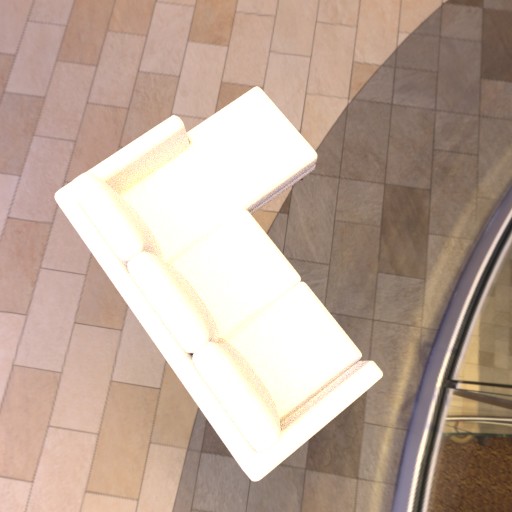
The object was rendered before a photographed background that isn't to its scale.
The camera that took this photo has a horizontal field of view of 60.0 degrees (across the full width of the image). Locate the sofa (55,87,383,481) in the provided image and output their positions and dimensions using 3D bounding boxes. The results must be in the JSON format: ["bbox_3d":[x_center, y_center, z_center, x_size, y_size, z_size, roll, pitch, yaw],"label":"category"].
[{"bbox_3d":[0.000,0.000,2.823,1.580,0.899,2.029,-36,79,-8],"label":"sofa"}]
